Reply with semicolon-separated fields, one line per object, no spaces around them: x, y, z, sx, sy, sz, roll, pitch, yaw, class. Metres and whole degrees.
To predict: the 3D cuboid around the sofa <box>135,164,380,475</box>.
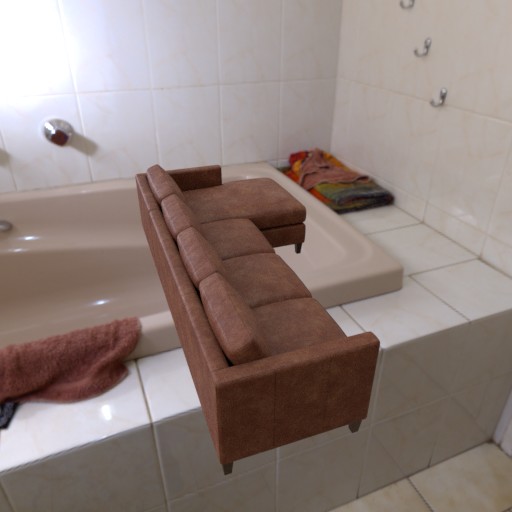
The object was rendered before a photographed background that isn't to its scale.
0.000;0.000;3.801;1.581;0.883;3.203;-10;31;-17;sofa
